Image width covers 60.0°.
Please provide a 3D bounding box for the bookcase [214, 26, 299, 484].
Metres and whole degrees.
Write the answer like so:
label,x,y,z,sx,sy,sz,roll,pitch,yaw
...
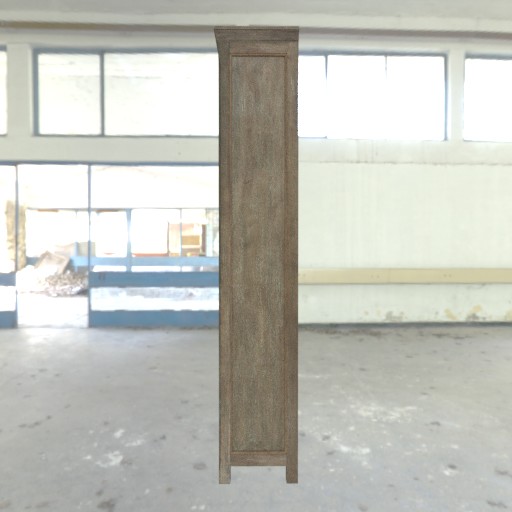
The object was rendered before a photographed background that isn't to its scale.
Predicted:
label,x,y,z,sx,sy,sz,roll,pitch,yaw
bookcase,0.000,0.000,2.253,0.348,1.880,0.906,0,1,-1
